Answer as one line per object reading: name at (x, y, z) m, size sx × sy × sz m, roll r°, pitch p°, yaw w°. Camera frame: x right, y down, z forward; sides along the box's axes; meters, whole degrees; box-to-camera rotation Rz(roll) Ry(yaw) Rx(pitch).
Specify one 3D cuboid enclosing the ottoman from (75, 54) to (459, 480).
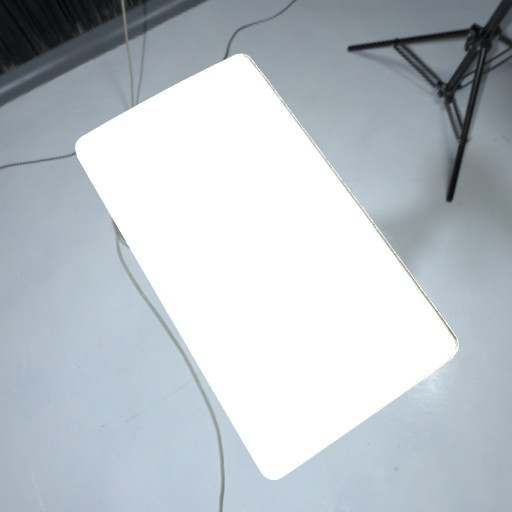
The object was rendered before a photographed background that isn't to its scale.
ottoman at (0.000, 0.000, 1.387) m, size 0.617 × 0.448 × 1.097 m, roll -31°, pitch 77°, yaw -8°
